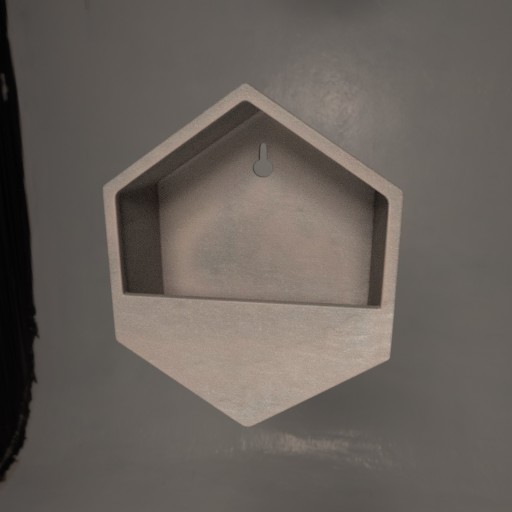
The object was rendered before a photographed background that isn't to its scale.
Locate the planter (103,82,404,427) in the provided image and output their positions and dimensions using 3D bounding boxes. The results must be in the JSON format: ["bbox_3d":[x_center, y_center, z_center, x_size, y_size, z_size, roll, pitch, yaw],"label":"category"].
[{"bbox_3d":[0.000,0.000,0.293,0.169,0.206,0.077,2,15,8],"label":"planter"}]
